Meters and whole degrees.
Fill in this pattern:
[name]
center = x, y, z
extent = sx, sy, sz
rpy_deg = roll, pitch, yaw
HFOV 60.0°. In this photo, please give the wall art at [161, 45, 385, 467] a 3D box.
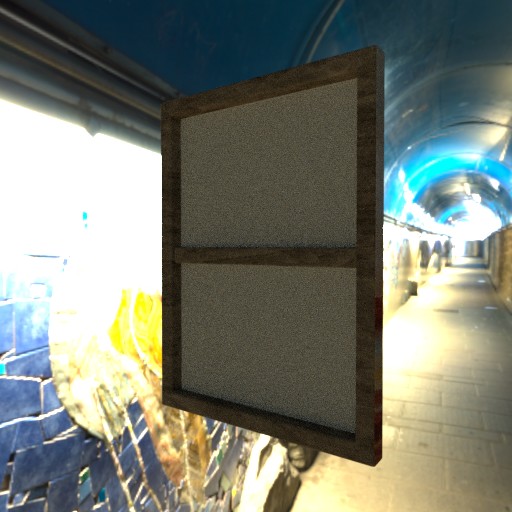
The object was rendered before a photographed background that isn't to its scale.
[wall art]
center = 0.000, 0.000, 0.773
extent = 0.443, 0.605, 0.035
rpy_deg = 1, 1, 35
